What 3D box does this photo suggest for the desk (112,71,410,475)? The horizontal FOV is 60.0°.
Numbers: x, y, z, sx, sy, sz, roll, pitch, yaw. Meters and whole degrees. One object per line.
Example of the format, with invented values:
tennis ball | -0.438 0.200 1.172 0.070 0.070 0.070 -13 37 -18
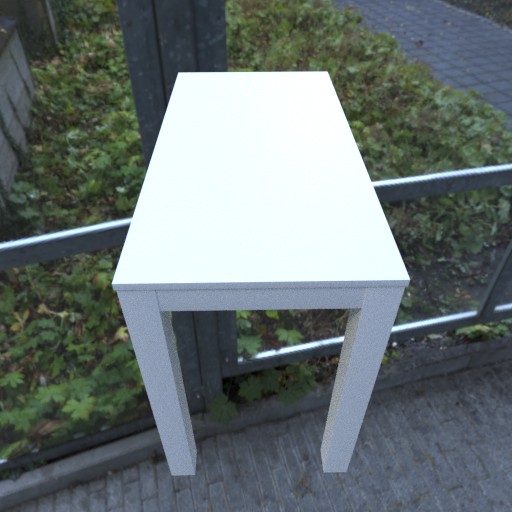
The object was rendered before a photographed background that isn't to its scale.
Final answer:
desk | 0.000 0.000 1.360 0.497 0.762 0.990 -1 42 -1
